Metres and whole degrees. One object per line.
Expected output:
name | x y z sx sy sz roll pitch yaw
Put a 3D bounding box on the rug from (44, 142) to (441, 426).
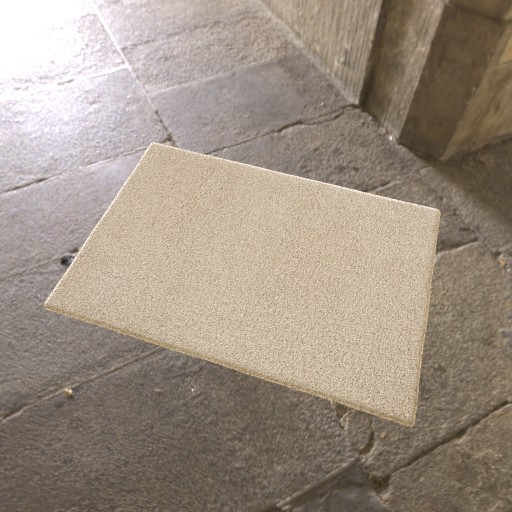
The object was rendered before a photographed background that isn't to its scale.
rug | 0.000 0.000 2.315 1.778 0.030 1.219 15 58 10
